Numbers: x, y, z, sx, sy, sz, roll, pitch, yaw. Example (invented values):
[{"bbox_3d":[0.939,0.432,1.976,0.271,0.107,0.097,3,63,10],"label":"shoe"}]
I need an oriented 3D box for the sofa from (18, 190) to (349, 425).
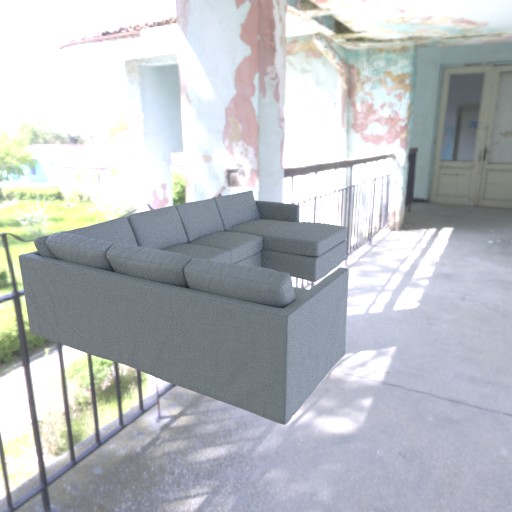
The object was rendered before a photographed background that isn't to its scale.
[{"bbox_3d":[0.000,0.000,4.463,2.427,0.882,3.460,9,18,29],"label":"sofa"}]
